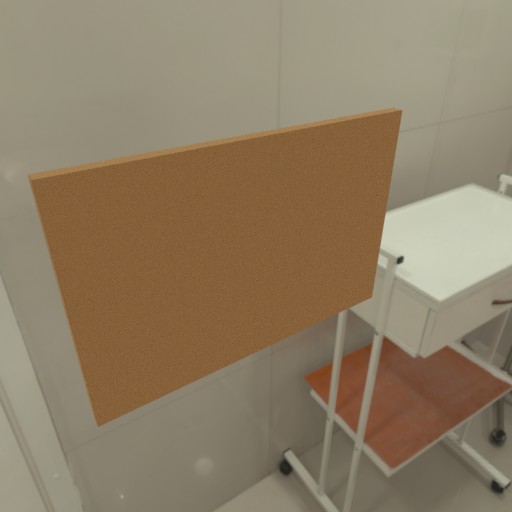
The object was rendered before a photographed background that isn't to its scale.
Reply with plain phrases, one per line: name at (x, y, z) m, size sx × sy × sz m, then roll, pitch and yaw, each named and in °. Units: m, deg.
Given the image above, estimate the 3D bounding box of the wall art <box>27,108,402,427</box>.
wall art at (0.000, 0.000, 1.116) m, size 0.915 × 0.608 × 0.033 m, roll -19°, pitch 35°, yaw -29°
